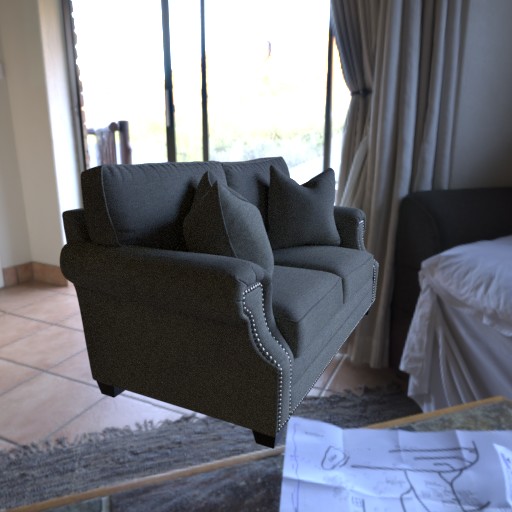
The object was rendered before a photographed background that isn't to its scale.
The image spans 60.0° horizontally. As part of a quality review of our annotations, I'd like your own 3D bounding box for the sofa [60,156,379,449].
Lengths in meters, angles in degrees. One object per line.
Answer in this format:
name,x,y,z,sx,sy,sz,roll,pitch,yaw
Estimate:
sofa,0.000,0.000,2.269,0.966,0.966,1.701,7,15,26
